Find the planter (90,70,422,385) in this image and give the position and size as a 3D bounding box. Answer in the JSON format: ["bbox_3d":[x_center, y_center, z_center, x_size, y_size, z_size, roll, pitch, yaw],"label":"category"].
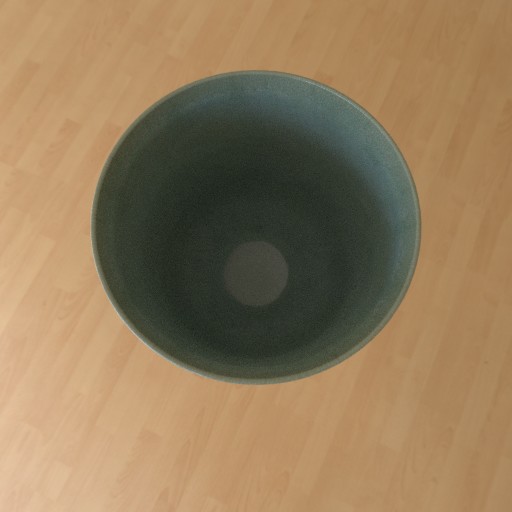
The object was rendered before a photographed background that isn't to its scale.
[{"bbox_3d":[0.000,0.000,0.369,0.198,0.214,0.198,0,76,0],"label":"planter"}]
